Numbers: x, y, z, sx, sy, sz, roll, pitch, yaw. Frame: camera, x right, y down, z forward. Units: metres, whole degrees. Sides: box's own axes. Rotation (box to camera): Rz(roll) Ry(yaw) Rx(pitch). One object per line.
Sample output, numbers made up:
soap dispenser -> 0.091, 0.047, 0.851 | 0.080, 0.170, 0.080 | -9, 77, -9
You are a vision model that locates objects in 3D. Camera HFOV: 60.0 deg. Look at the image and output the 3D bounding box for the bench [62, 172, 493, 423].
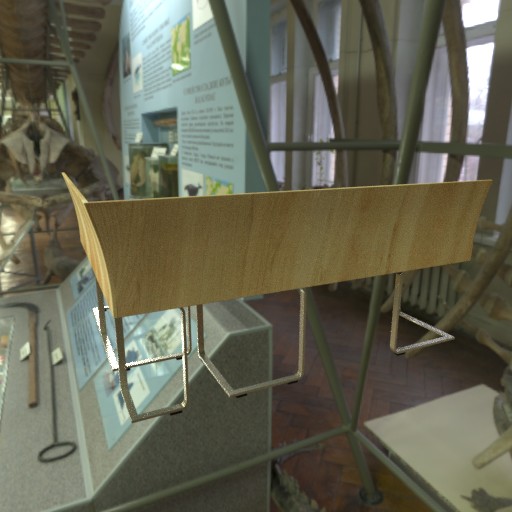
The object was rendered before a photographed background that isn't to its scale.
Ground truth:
bench -> 0.000, 0.000, 2.606 | 1.945, 0.930, 1.495 | -7, 16, -25
